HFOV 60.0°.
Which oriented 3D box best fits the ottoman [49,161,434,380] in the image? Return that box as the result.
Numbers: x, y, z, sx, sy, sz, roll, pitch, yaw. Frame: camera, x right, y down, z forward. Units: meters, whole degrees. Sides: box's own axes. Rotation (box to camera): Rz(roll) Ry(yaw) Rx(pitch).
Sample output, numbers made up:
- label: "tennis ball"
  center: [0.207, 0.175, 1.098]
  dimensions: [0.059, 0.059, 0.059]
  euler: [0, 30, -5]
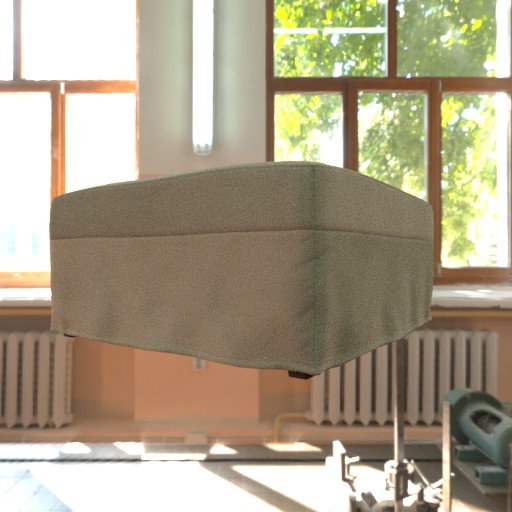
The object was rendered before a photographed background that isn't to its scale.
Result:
- label: "ottoman"
  center: [0.000, 0.000, 1.312]
  dimensions: [0.842, 0.441, 0.843]
  euler: [0, 0, 35]
